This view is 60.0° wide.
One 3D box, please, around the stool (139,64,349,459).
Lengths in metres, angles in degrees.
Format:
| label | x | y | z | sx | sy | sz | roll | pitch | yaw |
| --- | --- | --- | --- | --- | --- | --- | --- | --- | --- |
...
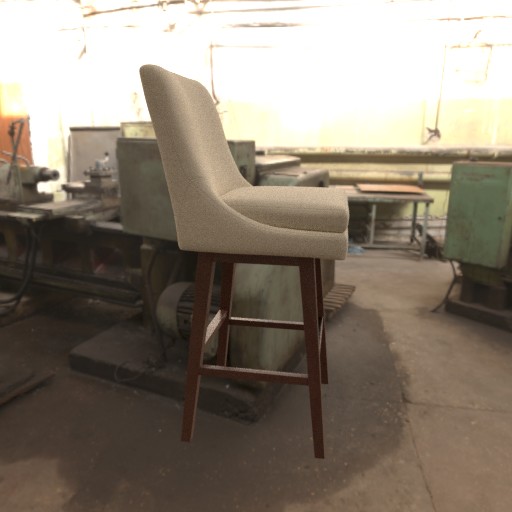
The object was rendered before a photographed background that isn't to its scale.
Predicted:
| label | x | y | z | sx | sy | sz | roll | pitch | yaw |
| --- | --- | --- | --- | --- | --- | --- | --- | --- | --- |
| stool | 0.000 | 0.000 | 1.405 | 0.559 | 1.093 | 0.483 | 3 | 15 | 10 |
